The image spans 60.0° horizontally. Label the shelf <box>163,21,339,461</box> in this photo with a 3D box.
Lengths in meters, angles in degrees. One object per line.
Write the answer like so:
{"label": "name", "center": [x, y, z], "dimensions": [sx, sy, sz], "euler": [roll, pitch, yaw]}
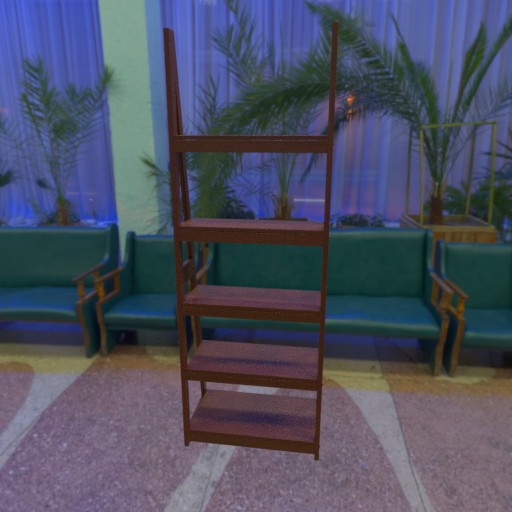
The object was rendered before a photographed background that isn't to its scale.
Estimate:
{"label": "shelf", "center": [0.000, 0.000, 1.962], "dimensions": [0.630, 1.780, 0.356], "euler": [2, 16, 8]}
